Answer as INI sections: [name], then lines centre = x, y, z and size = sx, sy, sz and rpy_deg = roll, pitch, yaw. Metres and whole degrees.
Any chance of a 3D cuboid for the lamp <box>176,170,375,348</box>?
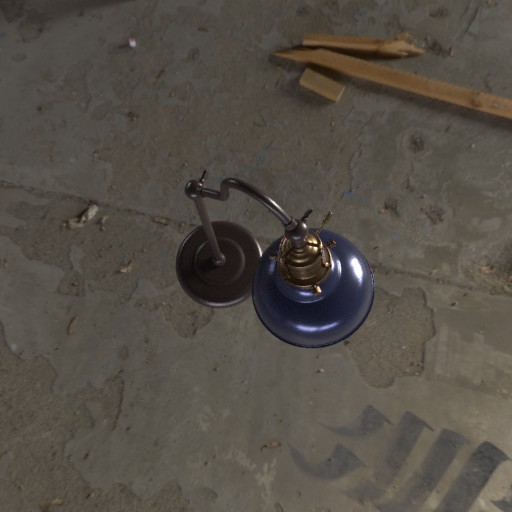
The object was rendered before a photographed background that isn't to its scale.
[lamp]
centre = 0.000, 0.000, 0.694
size = 0.374, 0.508, 0.192
rpy_deg = 32, 77, 8
